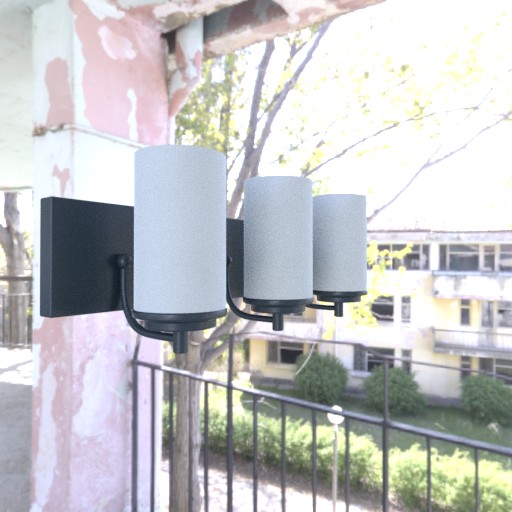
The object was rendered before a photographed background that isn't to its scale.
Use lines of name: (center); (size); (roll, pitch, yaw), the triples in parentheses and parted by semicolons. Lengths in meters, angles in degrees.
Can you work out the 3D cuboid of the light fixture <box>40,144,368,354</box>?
light fixture: (0.000, 0.000, 0.532); (0.145, 0.172, 0.451); (0, -1, 36)
